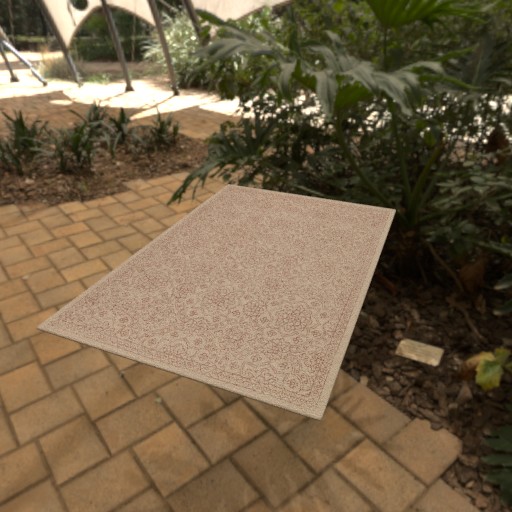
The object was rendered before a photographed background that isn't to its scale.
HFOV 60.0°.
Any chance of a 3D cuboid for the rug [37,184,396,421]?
[{"bbox_3d":[0.000,0.000,2.368,1.219,0.010,1.829,12,32,20],"label":"rug"}]
